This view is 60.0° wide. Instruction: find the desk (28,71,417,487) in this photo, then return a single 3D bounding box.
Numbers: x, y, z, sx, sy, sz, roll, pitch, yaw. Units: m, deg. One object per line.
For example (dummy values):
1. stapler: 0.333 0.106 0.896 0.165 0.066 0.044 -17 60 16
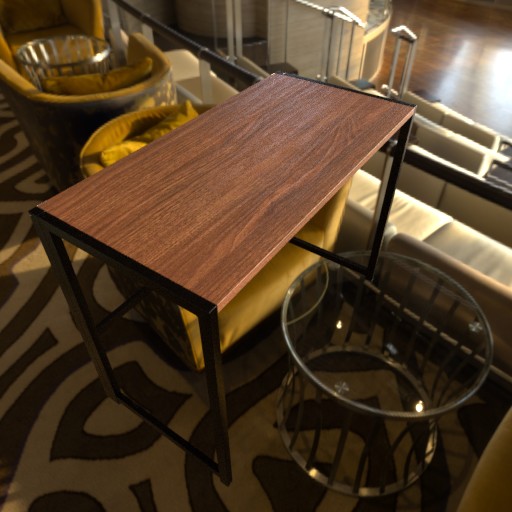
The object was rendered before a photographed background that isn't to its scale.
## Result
1. desk: 0.000 0.000 1.420 0.508 0.762 1.016 25 48 25
